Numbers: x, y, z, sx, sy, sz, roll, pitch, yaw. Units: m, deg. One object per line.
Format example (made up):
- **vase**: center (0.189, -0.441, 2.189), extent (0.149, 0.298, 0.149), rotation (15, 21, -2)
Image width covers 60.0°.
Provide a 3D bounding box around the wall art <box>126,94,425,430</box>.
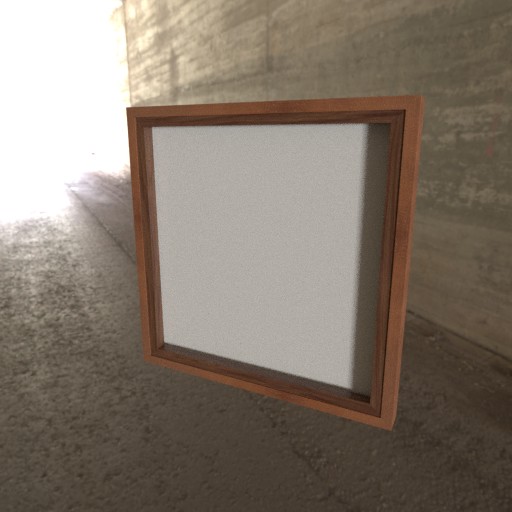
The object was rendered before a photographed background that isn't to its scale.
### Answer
- **wall art**: center (0.000, 0.000, 0.615), extent (0.403, 0.403, 0.035), rotation (7, 16, 26)
